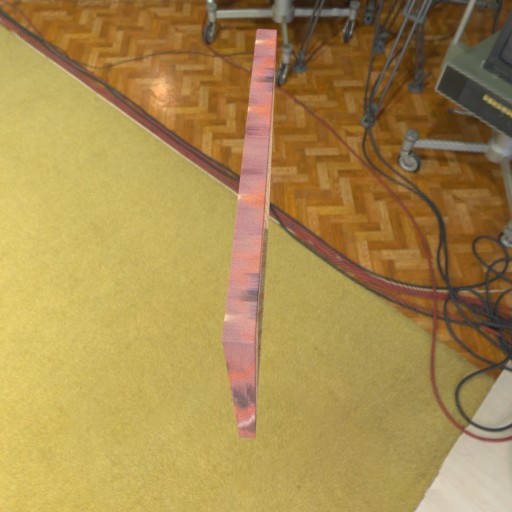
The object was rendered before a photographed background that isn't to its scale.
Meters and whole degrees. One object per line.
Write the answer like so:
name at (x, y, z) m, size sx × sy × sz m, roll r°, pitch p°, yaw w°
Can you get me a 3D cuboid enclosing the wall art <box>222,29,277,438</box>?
wall art at (0.000, 0.000, 0.912) m, size 0.037 × 0.609 × 0.603 m, roll 3°, pitch 58°, yaw 2°
